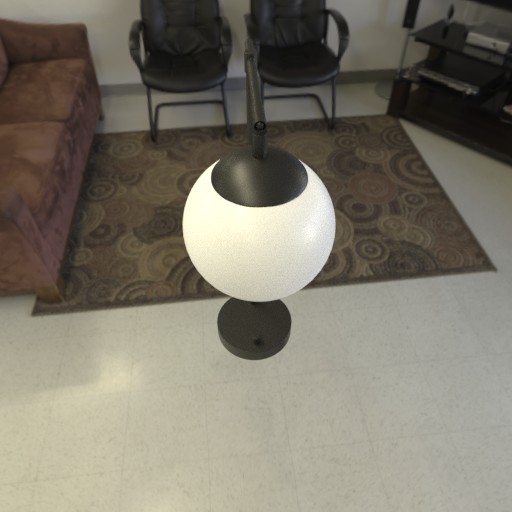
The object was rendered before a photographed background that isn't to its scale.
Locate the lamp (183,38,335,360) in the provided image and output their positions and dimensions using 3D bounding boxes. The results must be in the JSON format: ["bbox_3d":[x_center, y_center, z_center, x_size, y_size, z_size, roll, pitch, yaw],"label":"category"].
[{"bbox_3d":[0.000,0.000,0.708,0.197,0.559,0.316,-3,47,-3],"label":"lamp"}]
